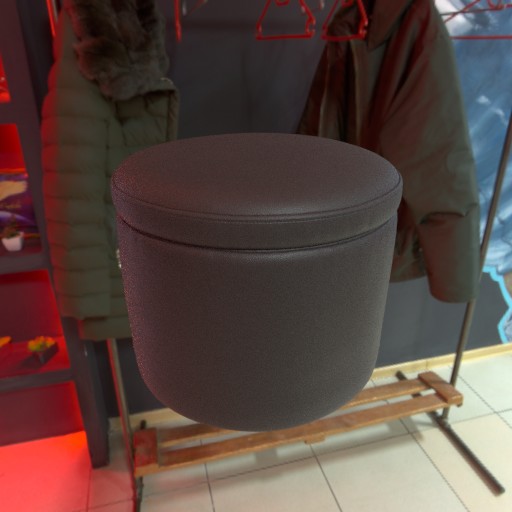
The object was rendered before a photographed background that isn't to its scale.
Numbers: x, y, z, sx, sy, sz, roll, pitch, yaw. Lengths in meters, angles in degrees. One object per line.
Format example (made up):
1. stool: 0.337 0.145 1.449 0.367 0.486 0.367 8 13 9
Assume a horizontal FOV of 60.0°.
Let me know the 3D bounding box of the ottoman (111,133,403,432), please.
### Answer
1. ottoman: 0.000 0.000 0.854 0.500 0.409 0.500 0 25 0
